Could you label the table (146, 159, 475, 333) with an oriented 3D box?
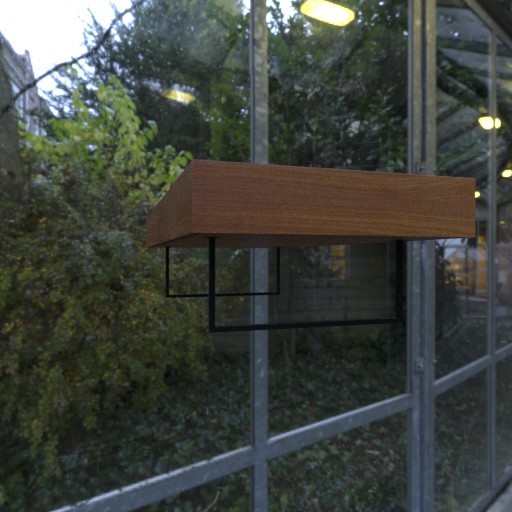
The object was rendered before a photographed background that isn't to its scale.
[{"bbox_3d":[0.000,0.000,1.428,0.610,0.330,1.194,0,0,-18],"label":"table"}]
